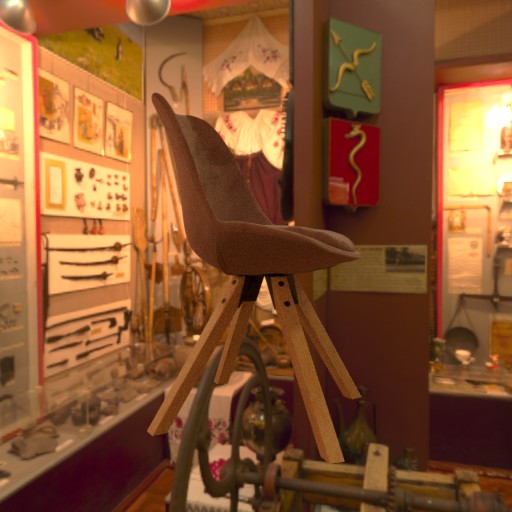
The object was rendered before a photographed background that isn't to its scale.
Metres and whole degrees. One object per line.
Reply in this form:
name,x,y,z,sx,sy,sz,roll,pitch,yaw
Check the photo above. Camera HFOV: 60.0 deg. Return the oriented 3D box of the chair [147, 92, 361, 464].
chair,0.000,0.000,1.191,0.550,0.850,0.485,1,2,18
